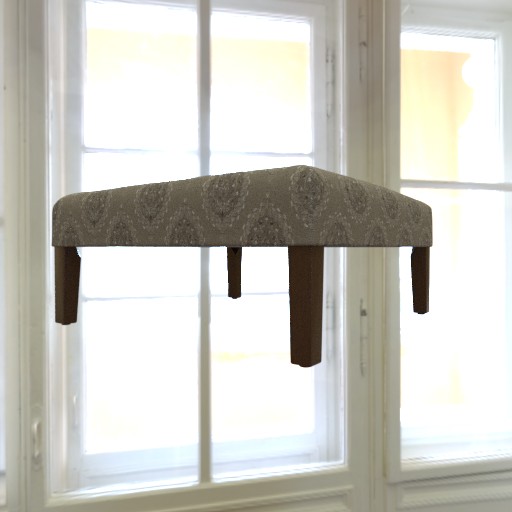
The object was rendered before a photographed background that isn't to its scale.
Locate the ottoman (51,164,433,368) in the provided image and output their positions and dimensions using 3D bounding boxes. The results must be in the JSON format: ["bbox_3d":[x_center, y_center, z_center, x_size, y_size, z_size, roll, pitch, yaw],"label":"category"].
[{"bbox_3d":[0.000,0.000,1.436,0.889,0.411,0.890,1,1,35],"label":"ottoman"}]
